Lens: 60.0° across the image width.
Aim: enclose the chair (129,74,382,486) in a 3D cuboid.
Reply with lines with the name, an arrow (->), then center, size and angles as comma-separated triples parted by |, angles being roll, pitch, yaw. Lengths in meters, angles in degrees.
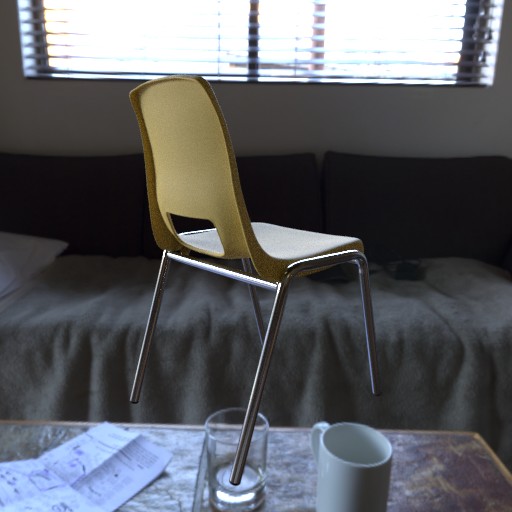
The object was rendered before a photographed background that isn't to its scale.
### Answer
chair -> 0.000, 0.000, 0.919 | 0.436, 0.653, 0.381 | -12, 18, -42
